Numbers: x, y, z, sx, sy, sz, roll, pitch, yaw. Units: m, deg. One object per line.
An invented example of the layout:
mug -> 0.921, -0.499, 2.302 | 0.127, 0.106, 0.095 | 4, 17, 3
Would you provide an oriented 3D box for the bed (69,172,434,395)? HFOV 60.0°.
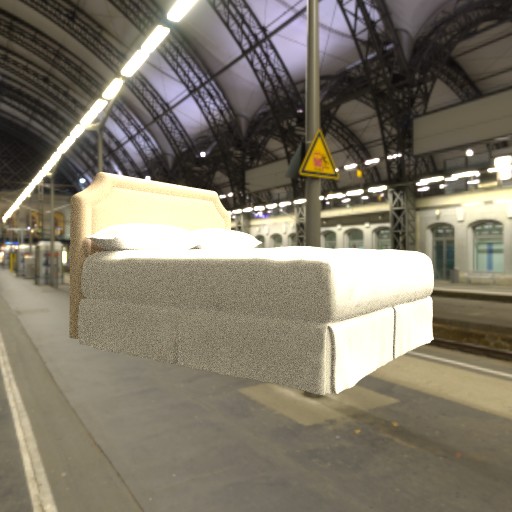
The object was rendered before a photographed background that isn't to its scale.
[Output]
bed -> 0.000, 0.000, 3.933 | 2.548, 1.524, 2.134 | 0, 0, 36
